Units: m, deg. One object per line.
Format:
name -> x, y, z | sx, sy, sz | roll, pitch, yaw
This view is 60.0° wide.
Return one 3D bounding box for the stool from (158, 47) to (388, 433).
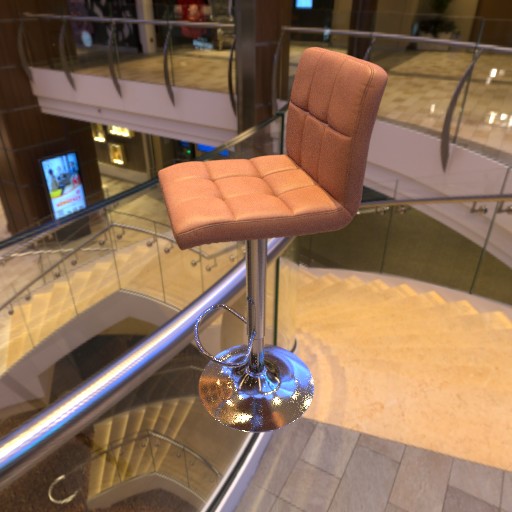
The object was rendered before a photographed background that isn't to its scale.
stool -> 0.000, 0.000, 1.351 | 0.505, 1.115, 0.430 | -9, 33, -14
